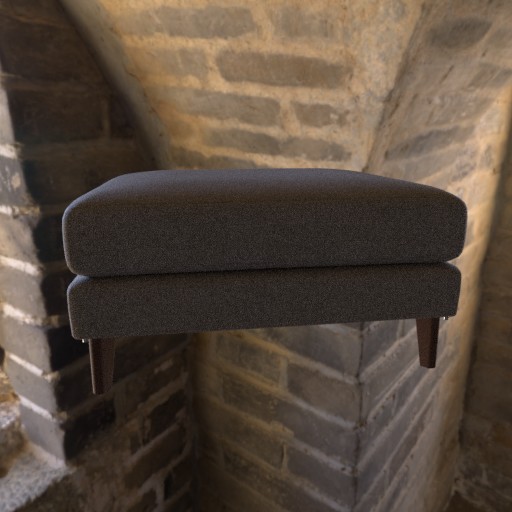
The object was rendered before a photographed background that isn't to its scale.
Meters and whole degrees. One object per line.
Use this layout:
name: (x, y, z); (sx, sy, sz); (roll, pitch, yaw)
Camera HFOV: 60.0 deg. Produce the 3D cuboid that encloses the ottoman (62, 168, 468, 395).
ottoman: (0.000, 0.000, 1.182); (0.821, 0.441, 0.611); (-2, 15, -8)
